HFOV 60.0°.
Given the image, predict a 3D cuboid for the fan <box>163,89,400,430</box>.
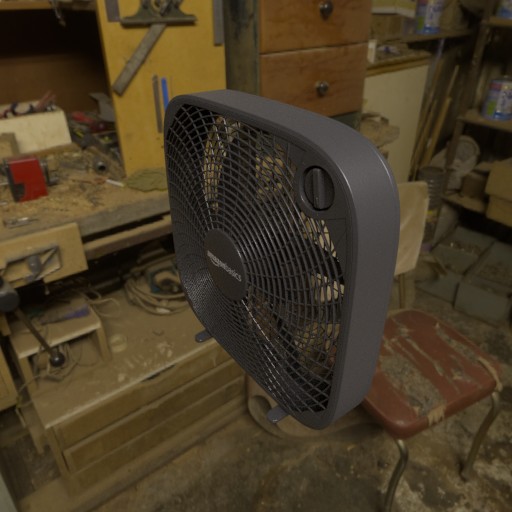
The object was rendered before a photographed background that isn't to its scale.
[{"bbox_3d":[0.000,0.000,0.805,0.142,0.533,0.526,-21,37,-30],"label":"fan"}]
